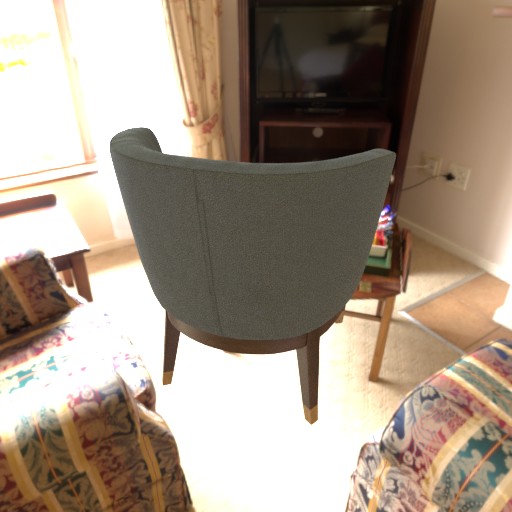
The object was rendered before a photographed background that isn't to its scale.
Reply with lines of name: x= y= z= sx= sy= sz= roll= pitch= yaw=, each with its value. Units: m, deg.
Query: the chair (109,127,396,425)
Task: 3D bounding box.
chair: x=0.000 y=0.000 z=1.249 sx=0.661 sy=0.760 sz=0.702 roll=9 pitch=32 yaw=15
